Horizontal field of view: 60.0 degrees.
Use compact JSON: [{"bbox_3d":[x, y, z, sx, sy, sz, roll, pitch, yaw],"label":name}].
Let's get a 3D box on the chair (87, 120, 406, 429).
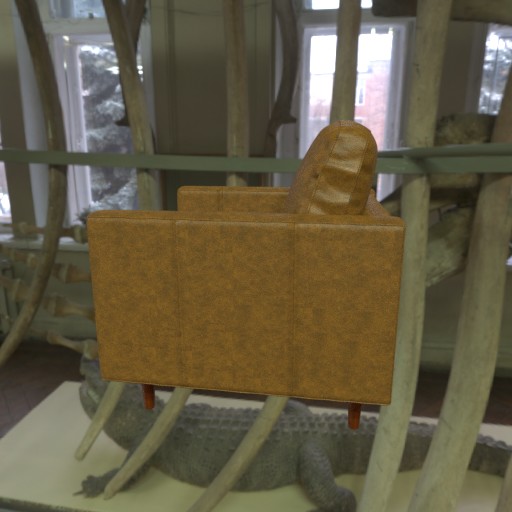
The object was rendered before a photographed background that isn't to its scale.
[{"bbox_3d":[0.000,0.000,1.656,0.909,0.956,0.890,2,14,9],"label":"chair"}]
